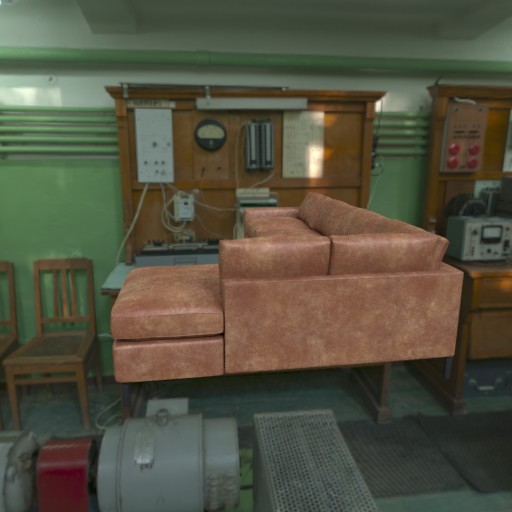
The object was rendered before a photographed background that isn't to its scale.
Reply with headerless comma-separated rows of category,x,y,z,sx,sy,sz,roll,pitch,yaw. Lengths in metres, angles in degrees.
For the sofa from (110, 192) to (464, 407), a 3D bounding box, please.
sofa,0.000,0.000,3.775,1.938,0.877,2.984,-2,14,-8
